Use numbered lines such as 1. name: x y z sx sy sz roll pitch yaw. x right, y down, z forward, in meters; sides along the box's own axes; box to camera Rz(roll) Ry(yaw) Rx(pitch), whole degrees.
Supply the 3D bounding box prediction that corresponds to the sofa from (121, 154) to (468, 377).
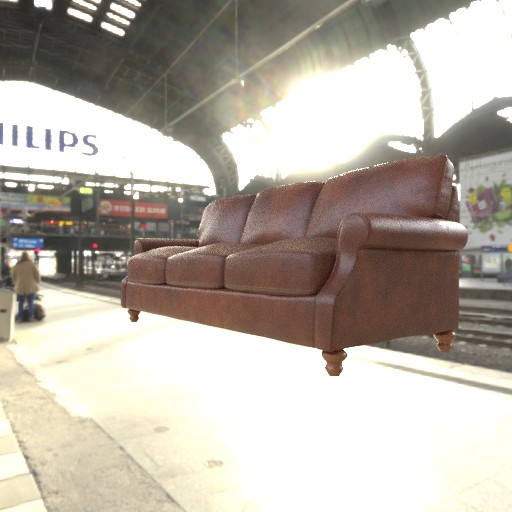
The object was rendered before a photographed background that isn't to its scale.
1. sofa: 0.000 0.000 2.802 0.973 0.977 2.351 1 -1 -37
